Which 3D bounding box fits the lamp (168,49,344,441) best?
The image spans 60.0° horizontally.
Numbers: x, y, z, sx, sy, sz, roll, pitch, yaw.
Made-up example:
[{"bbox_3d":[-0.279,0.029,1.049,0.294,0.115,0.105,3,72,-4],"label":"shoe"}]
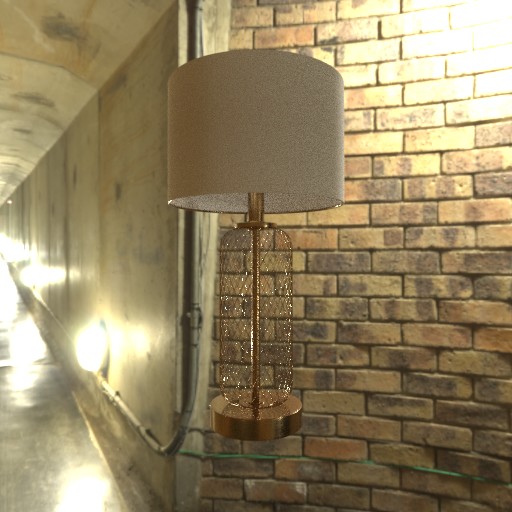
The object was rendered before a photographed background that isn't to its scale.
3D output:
[{"bbox_3d":[0.000,0.000,0.643,0.252,0.483,0.252,0,0,0],"label":"lamp"}]
